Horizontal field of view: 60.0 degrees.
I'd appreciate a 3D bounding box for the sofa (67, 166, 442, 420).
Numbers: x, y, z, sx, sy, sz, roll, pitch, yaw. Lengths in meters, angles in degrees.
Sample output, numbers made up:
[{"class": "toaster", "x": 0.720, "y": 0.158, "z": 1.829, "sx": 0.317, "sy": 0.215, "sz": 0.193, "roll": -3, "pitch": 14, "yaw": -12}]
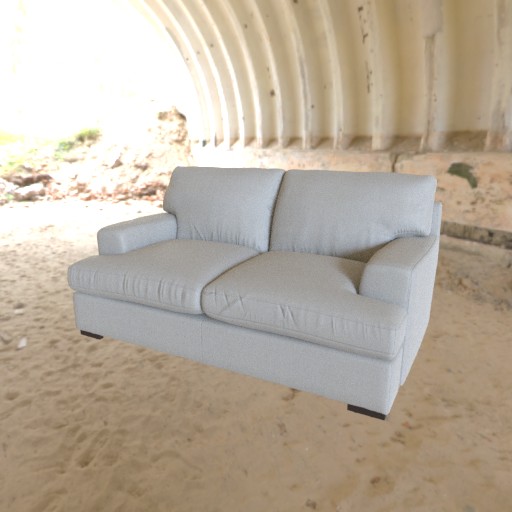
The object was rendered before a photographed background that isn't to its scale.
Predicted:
[{"class": "sofa", "x": 0.000, "y": 0.000, "z": 2.530, "sx": 1.880, "sy": 0.940, "sz": 1.143, "roll": 8, "pitch": 16, "yaw": 27}]
